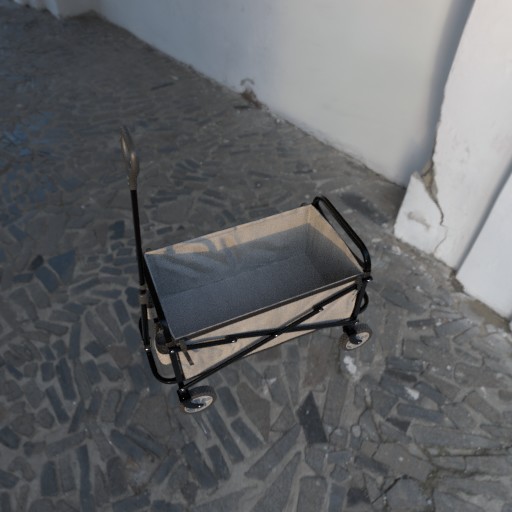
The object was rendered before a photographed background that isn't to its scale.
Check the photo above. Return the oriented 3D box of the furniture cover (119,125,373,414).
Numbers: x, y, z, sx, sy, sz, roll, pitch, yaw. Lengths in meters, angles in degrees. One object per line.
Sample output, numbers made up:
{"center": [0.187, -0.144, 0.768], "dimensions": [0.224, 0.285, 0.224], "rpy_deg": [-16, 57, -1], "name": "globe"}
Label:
{"center": [0.000, 0.000, 1.754], "dimensions": [1.038, 1.295, 0.532], "rpy_deg": [-18, 50, -15], "name": "furniture cover"}
